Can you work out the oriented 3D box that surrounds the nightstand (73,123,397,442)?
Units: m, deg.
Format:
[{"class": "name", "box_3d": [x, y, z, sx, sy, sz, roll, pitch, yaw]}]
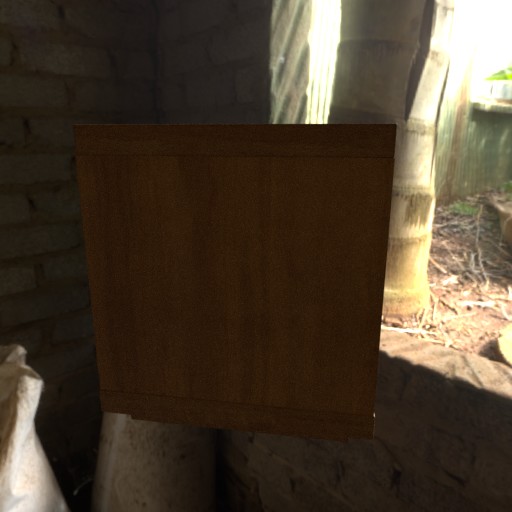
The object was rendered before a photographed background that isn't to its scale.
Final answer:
[{"class": "nightstand", "box_3d": [0.000, 0.000, 0.875, 0.436, 0.491, 0.493, 2, 16, 9]}]
